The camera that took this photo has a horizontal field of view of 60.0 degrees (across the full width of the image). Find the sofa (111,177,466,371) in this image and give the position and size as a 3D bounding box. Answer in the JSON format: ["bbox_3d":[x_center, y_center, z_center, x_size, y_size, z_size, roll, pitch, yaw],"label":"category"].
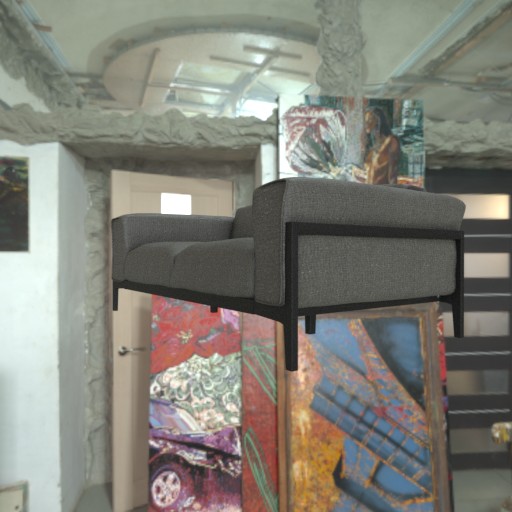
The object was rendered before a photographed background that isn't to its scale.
[{"bbox_3d":[0.000,0.000,2.227,0.960,0.656,1.690,0,0,-35],"label":"sofa"}]
